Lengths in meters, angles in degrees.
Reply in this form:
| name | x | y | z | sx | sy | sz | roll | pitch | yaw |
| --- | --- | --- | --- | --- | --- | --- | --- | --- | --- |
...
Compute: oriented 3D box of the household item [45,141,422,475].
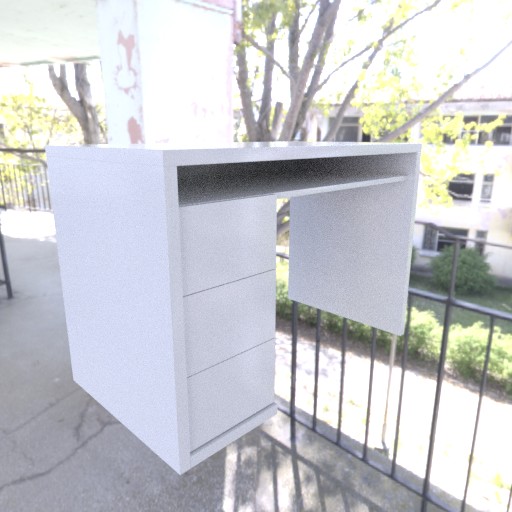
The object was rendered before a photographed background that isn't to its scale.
| name | x | y | z | sx | sy | sz | roll | pitch | yaw |
| --- | --- | --- | --- | --- | --- | --- | --- | --- | --- |
| household item | 0.000 | 0.000 | 1.527 | 1.100 | 0.749 | 0.597 | -15 | 21 | -43 |
